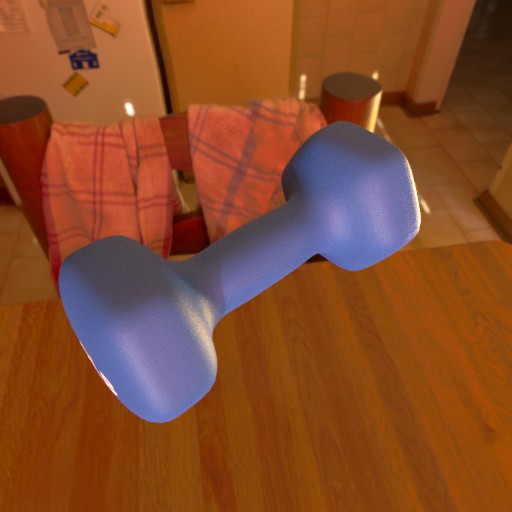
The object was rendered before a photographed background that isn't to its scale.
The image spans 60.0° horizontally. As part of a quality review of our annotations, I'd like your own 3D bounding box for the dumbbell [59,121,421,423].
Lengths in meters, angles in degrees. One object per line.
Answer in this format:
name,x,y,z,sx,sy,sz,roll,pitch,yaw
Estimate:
dumbbell,0.000,0.000,0.262,0.212,0.093,0.103,-31,54,-26
